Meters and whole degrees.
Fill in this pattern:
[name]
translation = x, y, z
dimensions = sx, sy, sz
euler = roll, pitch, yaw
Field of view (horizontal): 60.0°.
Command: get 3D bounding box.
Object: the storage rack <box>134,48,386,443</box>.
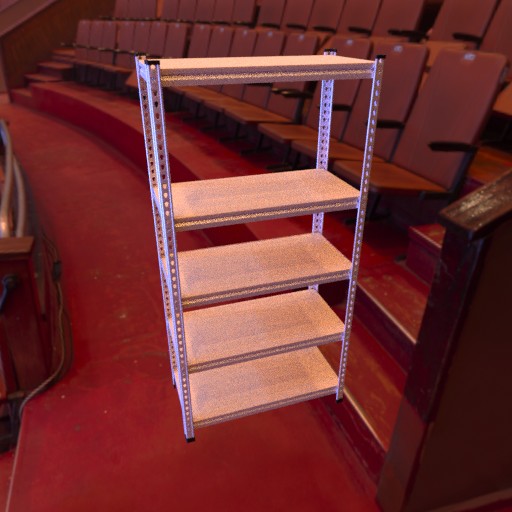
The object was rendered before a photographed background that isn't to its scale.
[storage rack]
translation = 0.000, 0.000, 2.198
dimensions = 0.914, 1.829, 0.457
euler = -9, 29, -16
